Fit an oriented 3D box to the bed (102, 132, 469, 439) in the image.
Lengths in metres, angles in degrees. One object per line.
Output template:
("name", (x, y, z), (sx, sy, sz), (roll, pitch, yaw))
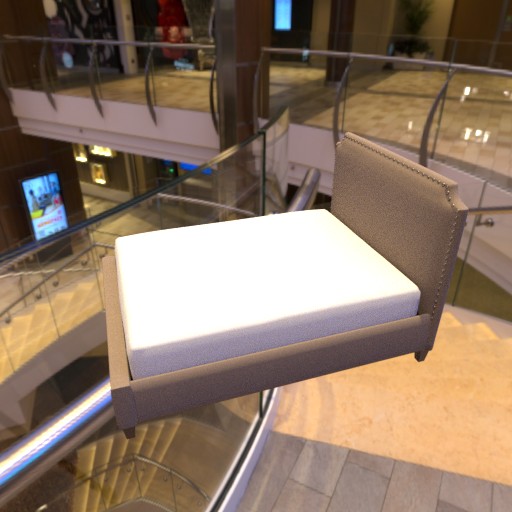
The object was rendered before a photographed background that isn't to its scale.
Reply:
("bed", (0.000, 0.000, 3.497), (2.372, 1.443, 1.713), (-9, 31, -16))
